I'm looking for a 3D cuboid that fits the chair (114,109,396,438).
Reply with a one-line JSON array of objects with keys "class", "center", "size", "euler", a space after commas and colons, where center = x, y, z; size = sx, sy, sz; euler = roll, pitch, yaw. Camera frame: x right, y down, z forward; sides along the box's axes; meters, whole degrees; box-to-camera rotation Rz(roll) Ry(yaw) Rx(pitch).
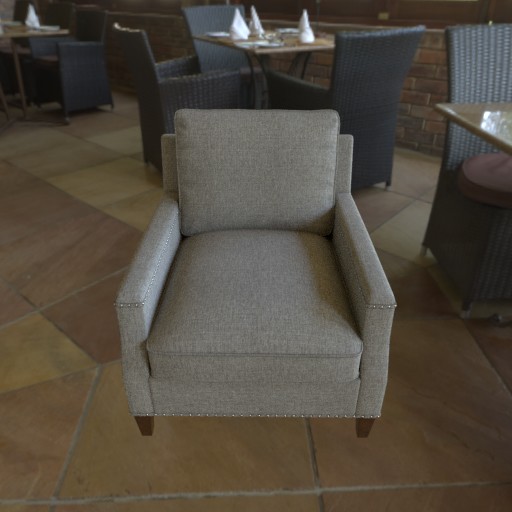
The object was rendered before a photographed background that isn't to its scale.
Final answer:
[{"class": "chair", "center": [0.000, 0.000, 1.717], "size": [0.853, 0.943, 1.014], "euler": [0, 31, 1]}]
